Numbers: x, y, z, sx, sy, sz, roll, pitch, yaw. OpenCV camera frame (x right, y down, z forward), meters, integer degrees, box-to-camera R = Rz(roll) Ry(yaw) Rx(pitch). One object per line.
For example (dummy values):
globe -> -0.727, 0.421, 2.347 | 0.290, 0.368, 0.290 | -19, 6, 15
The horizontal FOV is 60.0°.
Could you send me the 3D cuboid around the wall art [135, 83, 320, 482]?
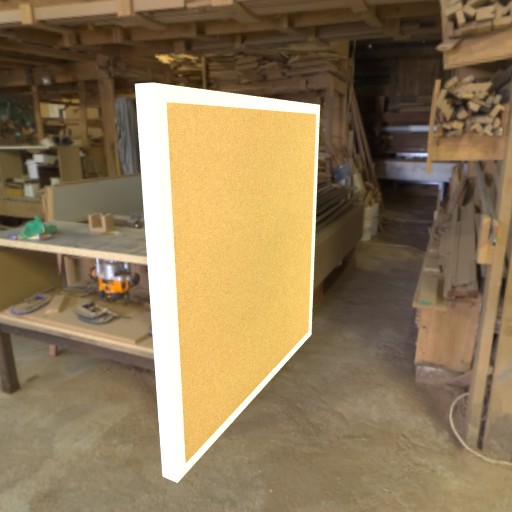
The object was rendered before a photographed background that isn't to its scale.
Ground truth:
wall art -> 0.000, 0.000, 1.130 | 0.038, 0.761, 0.763 | 8, 18, 26
